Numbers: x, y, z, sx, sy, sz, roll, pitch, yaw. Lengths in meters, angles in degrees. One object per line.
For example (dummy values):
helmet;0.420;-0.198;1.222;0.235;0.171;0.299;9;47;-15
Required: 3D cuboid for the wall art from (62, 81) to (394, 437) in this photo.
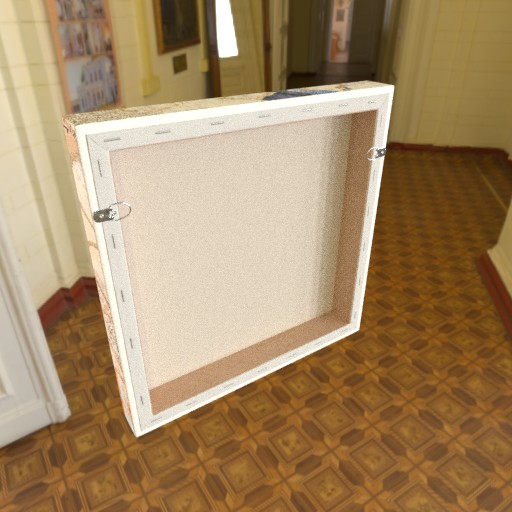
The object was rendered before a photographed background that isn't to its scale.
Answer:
wall art;0.000;0.000;0.445;0.303;0.304;0.036;-18;34;-29
